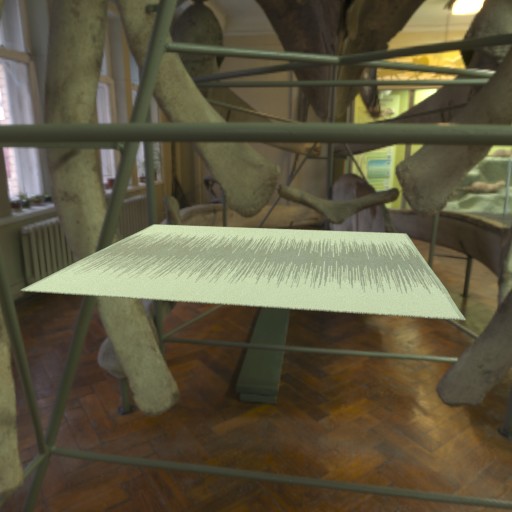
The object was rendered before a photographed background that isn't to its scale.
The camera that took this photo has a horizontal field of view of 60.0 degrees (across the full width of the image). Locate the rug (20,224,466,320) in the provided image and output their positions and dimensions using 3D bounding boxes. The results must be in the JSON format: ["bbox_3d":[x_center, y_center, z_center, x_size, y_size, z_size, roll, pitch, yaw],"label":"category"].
[{"bbox_3d":[0.000,0.000,4.104,3.037,0.010,2.453,3,16,10],"label":"rug"}]
